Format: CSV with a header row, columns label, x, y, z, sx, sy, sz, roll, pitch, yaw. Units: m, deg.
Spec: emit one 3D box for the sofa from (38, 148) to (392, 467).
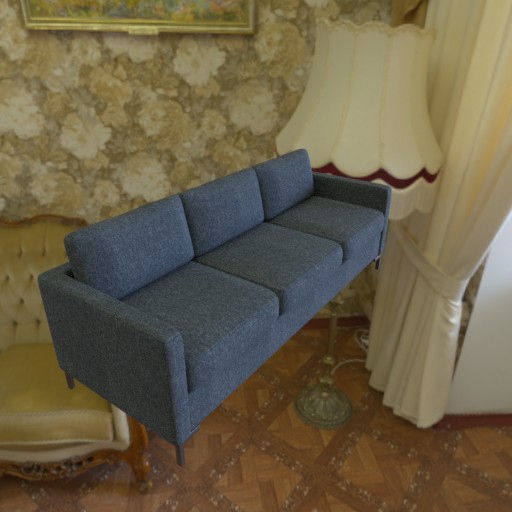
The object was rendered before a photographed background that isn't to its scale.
label,x,y,z,sx,sy,sz,roll,pitch,yaw
sofa,0.000,0.000,2.664,0.859,0.874,2.218,18,32,32
